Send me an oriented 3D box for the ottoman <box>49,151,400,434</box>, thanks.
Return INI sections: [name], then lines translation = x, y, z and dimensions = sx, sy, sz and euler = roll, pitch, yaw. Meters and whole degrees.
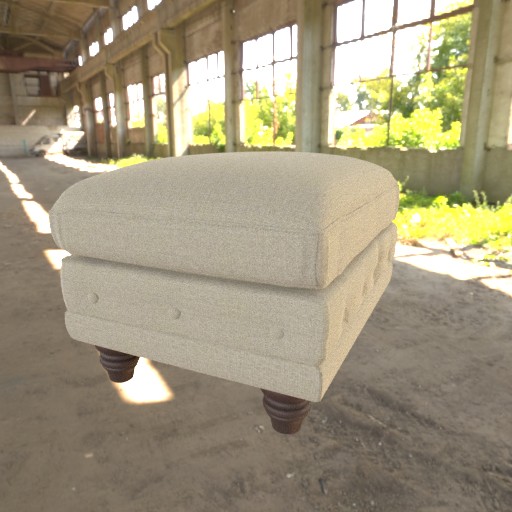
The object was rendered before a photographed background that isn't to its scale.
[ottoman]
translation = 0.000, 0.000, 1.016
dimensions = 0.541, 0.463, 0.684
euler = 7, 17, 25
